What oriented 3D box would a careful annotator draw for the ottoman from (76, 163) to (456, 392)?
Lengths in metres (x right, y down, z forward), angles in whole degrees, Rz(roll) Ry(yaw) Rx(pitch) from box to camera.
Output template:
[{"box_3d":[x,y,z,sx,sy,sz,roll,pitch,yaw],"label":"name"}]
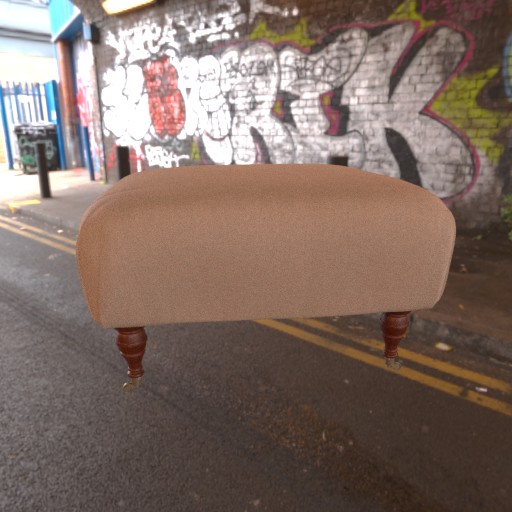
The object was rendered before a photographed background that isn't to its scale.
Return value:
[{"box_3d":[0.000,0.000,1.129,0.746,0.450,0.639,-2,16,-8],"label":"ottoman"}]
